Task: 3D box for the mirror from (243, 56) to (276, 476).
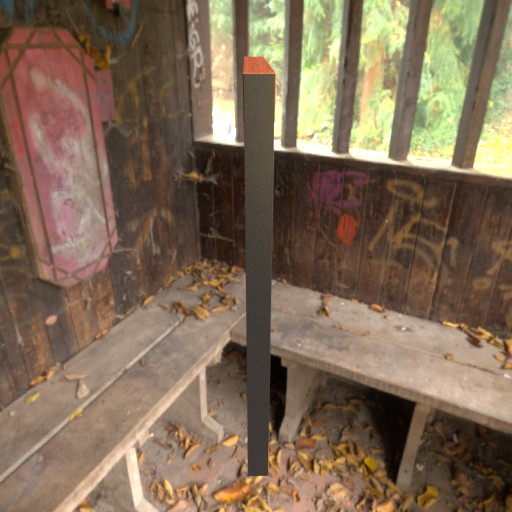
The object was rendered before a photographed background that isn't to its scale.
[{"bbox_3d":[0.000,0.000,1.028,0.047,0.823,0.525,0,27,-1],"label":"mirror"}]
